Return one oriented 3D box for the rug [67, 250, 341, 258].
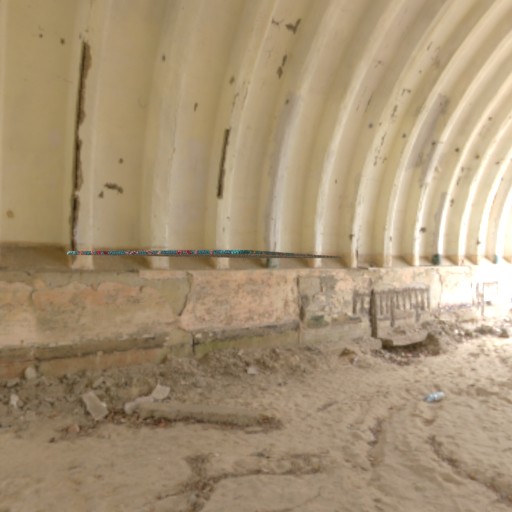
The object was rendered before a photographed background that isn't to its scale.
[{"bbox_3d":[0.000,0.000,2.539,0.686,0.013,2.286,0,-1,18],"label":"rug"}]
